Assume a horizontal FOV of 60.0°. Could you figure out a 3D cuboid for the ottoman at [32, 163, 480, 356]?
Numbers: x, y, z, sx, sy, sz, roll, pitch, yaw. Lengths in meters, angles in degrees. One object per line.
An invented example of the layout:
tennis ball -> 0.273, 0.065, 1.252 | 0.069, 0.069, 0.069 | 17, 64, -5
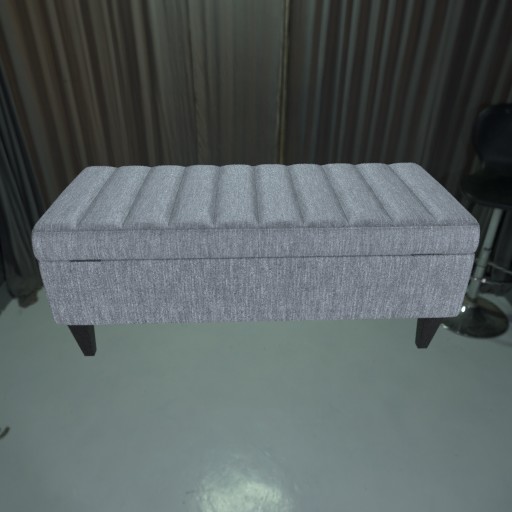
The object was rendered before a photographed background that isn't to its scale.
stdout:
ottoman -> 0.000, 0.000, 1.410 | 1.151, 0.469, 0.482 | -1, 31, -2
